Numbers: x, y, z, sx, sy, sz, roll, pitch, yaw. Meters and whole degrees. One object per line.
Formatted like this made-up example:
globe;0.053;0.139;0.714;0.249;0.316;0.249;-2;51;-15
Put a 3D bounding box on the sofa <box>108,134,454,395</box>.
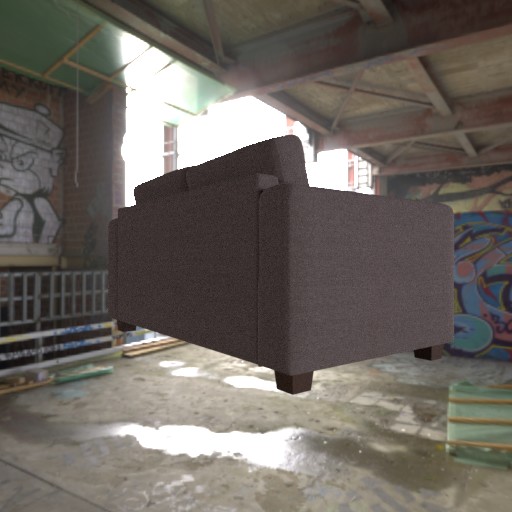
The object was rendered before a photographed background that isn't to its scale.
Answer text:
sofa;0.000;0.000;2.072;0.900;0.800;1.520;0;0;-37
